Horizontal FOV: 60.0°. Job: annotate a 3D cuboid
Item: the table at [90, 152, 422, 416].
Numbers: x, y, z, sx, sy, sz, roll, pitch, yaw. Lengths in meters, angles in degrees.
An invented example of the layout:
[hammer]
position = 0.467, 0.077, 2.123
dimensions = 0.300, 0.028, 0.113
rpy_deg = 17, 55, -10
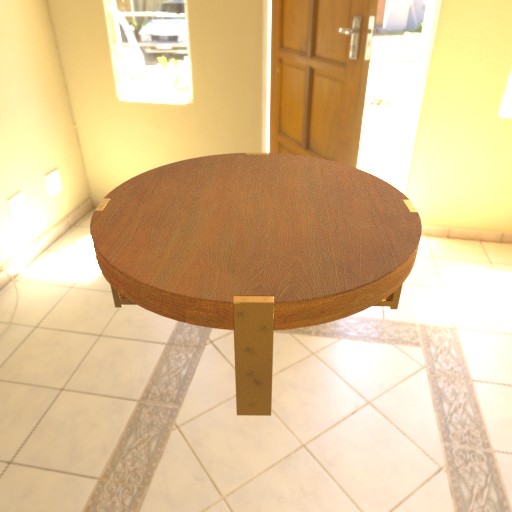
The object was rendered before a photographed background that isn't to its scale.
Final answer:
[table]
position = 0.000, 0.000, 1.658
dimensions = 1.100, 0.420, 1.100
rpy_deg = 0, 32, 0
